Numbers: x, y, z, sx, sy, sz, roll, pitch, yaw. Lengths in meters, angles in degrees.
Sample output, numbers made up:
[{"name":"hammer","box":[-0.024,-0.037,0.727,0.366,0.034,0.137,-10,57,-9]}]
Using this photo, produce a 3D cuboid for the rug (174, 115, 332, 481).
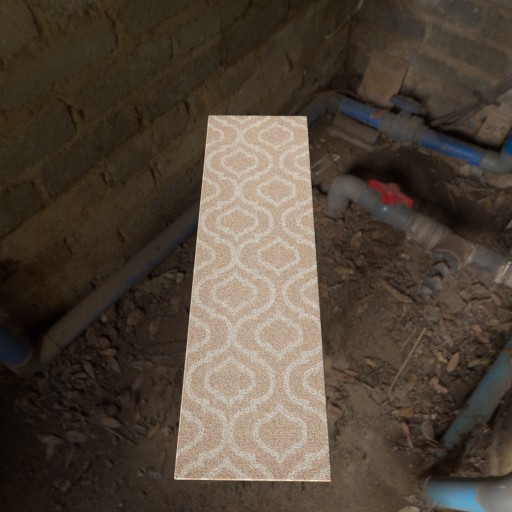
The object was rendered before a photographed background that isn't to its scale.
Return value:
[{"name":"rug","box":[0.000,0.000,2.528,0.691,0.013,2.289,1,59,0]}]
